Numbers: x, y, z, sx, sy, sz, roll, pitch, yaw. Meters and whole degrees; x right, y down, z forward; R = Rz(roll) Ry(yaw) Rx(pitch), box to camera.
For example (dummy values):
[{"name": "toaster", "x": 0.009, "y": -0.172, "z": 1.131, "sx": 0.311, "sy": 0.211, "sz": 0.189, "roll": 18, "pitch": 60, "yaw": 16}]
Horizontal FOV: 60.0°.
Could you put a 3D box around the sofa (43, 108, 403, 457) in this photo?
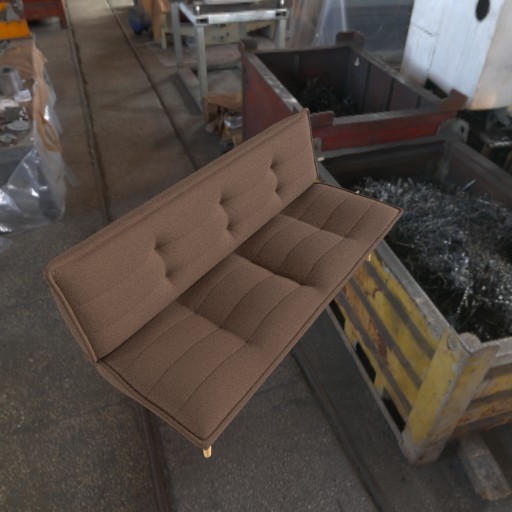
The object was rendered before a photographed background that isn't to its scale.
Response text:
[{"name": "sofa", "x": 0.000, "y": 0.000, "z": 2.427, "sx": 0.950, "sy": 0.890, "sz": 1.940, "roll": 26, "pitch": 47, "yaw": 27}]
